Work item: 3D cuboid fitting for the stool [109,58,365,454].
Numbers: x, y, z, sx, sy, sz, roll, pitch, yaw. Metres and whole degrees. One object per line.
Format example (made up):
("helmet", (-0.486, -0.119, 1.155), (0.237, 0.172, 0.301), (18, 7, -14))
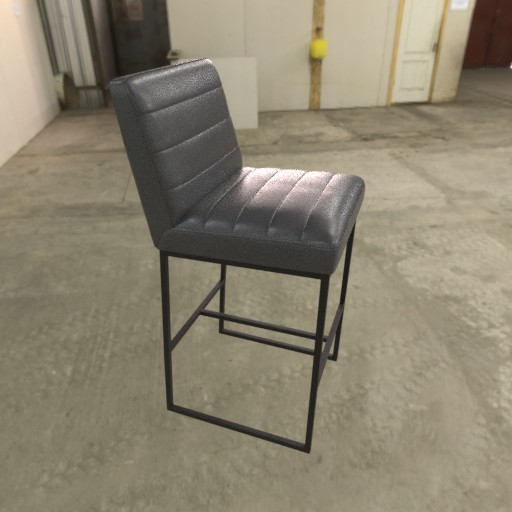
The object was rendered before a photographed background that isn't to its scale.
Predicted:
("stool", (0.000, 0.000, 1.327), (0.552, 1.040, 0.457), (10, 31, 17))
